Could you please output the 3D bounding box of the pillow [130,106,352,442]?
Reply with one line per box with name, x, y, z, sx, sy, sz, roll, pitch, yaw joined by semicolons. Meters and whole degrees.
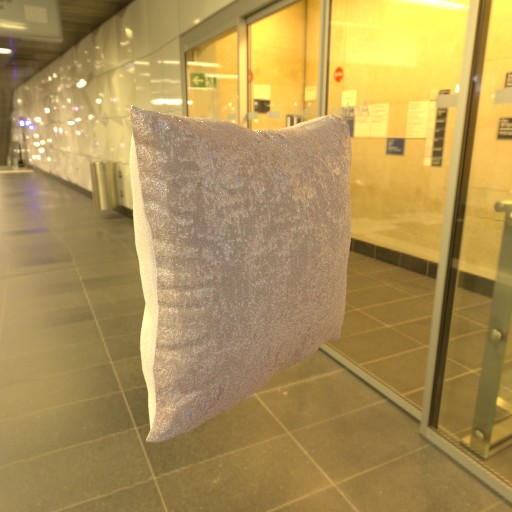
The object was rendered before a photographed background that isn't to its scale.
pillow;0.000;0.000;0.717;0.245;0.448;0.450;14;21;42
